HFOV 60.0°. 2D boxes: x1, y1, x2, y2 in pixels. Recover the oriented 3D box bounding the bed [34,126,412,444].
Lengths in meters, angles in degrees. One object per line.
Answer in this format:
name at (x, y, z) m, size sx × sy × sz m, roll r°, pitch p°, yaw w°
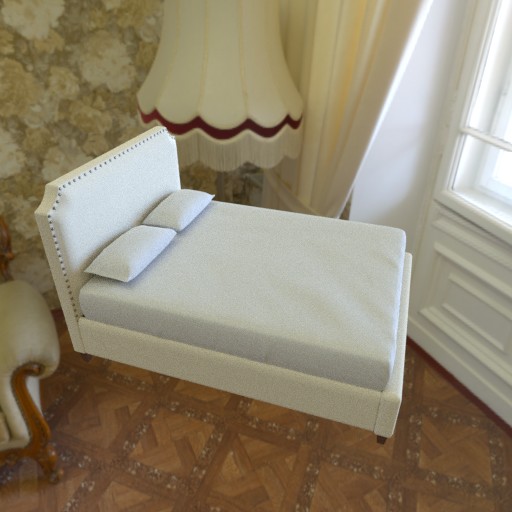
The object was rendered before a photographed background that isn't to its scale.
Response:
bed at (0.000, 0.000, 3.398) m, size 2.329 × 1.415 × 1.703 m, roll 10°, pitch 33°, yaw 16°
